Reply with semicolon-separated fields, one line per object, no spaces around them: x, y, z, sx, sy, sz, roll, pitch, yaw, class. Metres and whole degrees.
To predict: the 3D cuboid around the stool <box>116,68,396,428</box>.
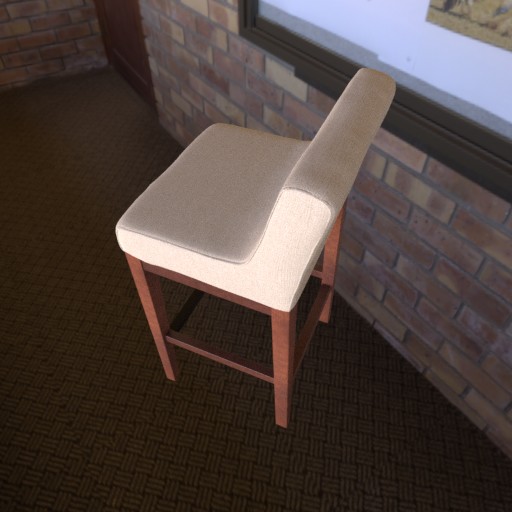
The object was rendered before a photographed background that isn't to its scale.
0.000;0.000;1.240;0.500;0.937;0.511;17;49;16;stool
